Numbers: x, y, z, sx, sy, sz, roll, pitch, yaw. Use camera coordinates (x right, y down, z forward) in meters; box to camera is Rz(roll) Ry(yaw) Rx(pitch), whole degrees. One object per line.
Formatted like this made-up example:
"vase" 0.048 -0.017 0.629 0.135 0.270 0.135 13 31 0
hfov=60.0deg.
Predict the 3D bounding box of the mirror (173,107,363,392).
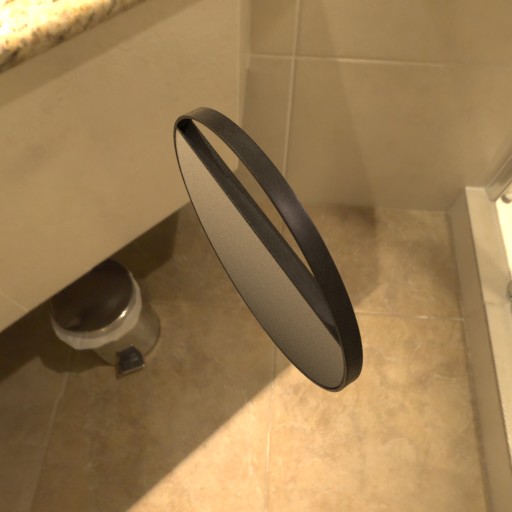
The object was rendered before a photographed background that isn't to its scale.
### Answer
"mirror" 0.000 0.000 0.837 0.032 0.565 0.565 -30 67 -14
